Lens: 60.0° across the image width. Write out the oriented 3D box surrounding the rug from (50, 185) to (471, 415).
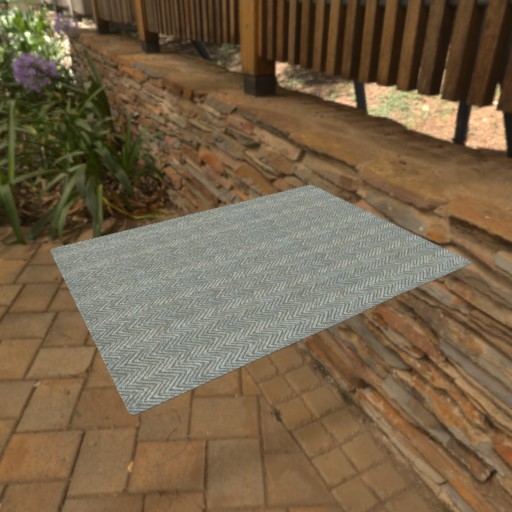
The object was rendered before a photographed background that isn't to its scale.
[{"bbox_3d":[0.000,0.000,5.125,3.957,0.011,2.894,-18,34,-28],"label":"rug"}]
